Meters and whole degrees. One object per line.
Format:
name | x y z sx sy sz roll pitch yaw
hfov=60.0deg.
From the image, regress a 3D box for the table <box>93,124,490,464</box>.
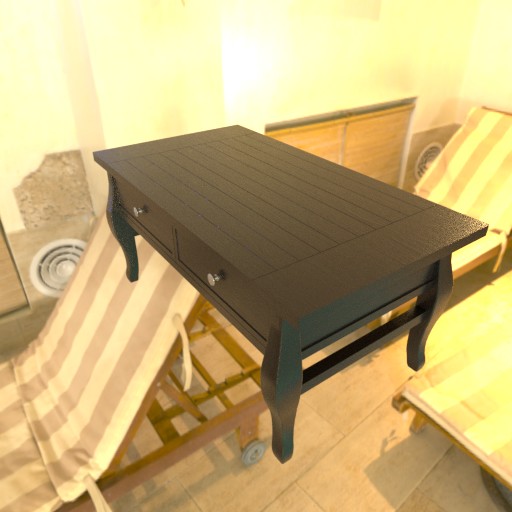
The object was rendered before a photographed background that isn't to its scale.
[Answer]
table | 0.000 0.000 1.388 0.600 0.494 1.062 -21 37 -30
